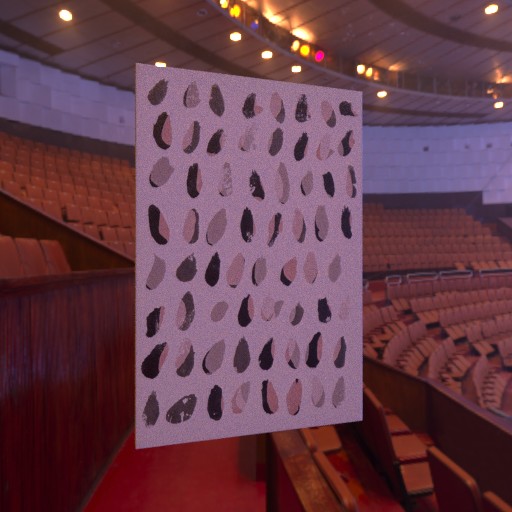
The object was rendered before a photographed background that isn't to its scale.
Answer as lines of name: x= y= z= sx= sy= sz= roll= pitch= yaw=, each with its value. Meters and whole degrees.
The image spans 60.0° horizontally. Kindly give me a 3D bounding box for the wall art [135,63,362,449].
wall art: x=0.000 y=0.000 z=1.159 sx=0.610 sy=0.916 sz=0.037 roll=0 pitch=0 yaw=-18
